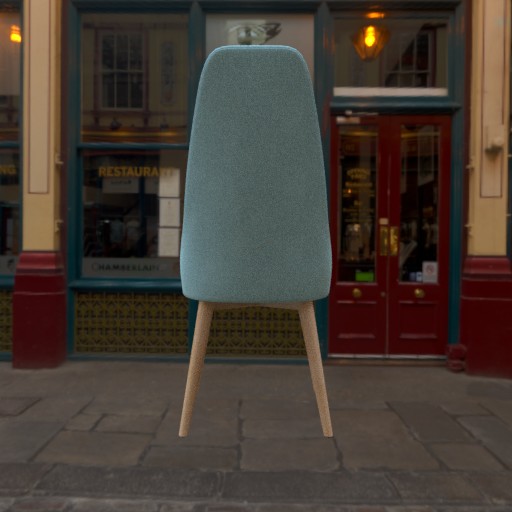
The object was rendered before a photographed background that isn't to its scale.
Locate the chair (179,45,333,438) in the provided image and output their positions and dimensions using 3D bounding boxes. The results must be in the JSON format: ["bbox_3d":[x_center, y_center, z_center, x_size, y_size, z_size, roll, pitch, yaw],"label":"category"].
[{"bbox_3d":[0.000,0.000,1.413,0.510,1.040,0.660,0,0,0],"label":"chair"}]
